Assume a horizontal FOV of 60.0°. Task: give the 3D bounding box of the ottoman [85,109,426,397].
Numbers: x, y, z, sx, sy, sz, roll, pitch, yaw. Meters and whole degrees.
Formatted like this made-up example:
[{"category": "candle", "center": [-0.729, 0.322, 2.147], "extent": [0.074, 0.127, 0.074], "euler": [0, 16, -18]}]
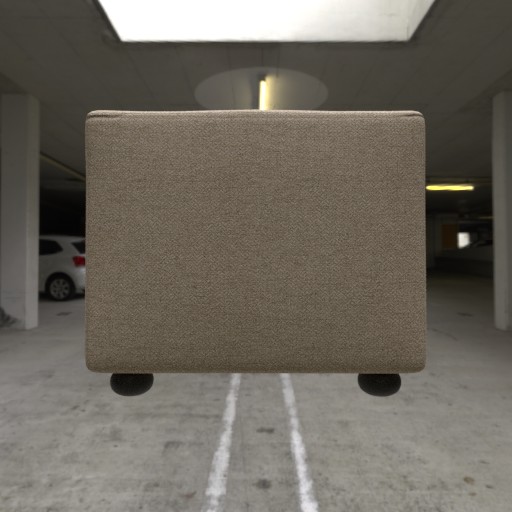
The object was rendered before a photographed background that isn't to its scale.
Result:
[{"category": "ottoman", "center": [0.000, 0.000, 0.877], "extent": [0.508, 0.432, 0.508], "euler": [0, -1, 0]}]
